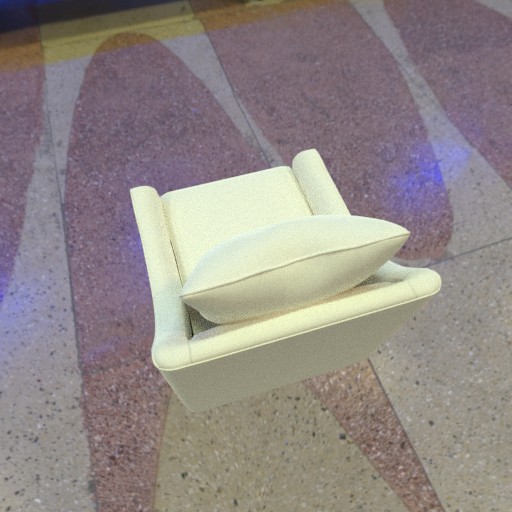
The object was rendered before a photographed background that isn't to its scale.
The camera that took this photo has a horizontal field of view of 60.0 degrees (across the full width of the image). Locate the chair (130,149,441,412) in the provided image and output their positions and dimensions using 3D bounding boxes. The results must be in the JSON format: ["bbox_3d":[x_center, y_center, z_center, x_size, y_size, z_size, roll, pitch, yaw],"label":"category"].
[{"bbox_3d":[0.000,0.000,1.565,0.756,0.965,0.876,-15,59,-9],"label":"chair"}]
